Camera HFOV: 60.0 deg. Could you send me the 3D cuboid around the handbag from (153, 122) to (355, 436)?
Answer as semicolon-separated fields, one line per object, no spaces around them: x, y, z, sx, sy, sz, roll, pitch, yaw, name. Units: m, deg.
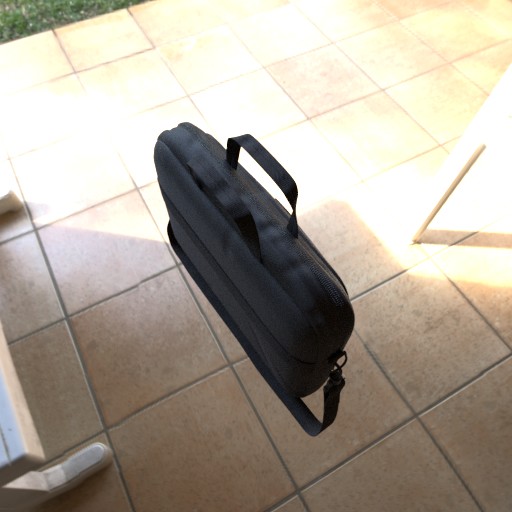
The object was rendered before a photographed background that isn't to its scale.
0.000;0.000;0.439;0.089;0.244;0.320;-31;64;-17;handbag
